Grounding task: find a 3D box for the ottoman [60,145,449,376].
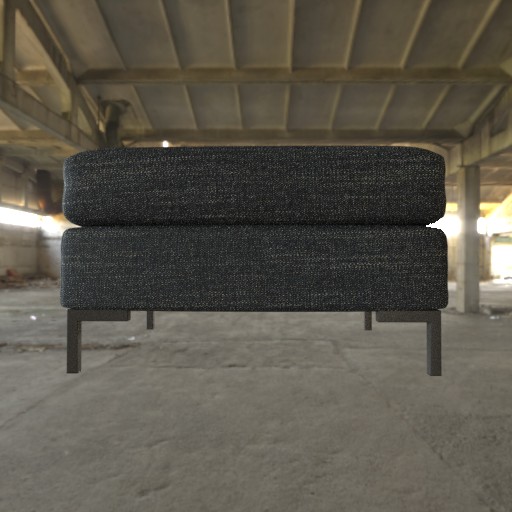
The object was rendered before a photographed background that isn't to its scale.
[{"bbox_3d":[0.000,0.000,1.214,0.814,0.491,0.667,0,-1,2],"label":"ottoman"}]
